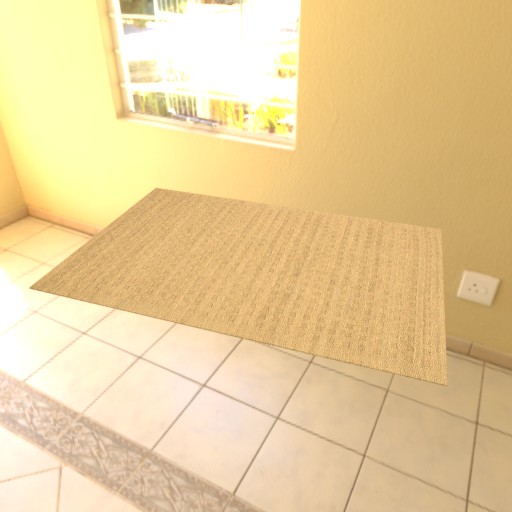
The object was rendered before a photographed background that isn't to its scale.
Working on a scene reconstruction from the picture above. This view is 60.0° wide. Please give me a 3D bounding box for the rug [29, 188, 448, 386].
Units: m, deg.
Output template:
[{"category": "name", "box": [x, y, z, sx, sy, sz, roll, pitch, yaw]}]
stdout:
[{"category": "rug", "box": [0.000, 0.000, 2.197, 1.752, 0.006, 1.142, 10, 34, 15]}]
